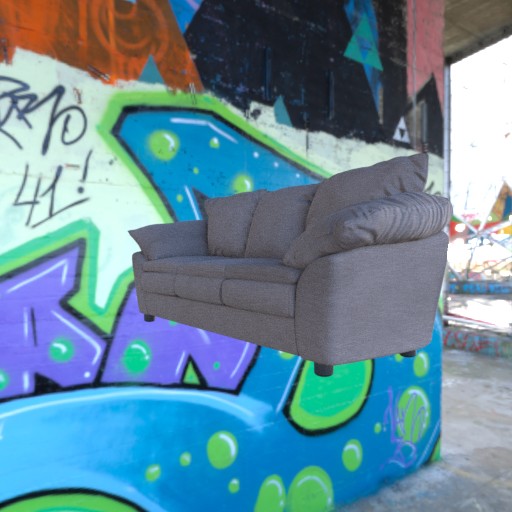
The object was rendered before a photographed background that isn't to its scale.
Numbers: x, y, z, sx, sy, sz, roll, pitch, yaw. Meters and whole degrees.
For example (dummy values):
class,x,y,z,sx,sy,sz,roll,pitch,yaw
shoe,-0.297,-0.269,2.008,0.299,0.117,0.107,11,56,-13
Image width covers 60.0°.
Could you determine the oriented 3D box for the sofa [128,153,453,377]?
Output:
class,x,y,z,sx,sy,sz,roll,pitch,yaw
sofa,0.000,0.000,2.896,0.927,1.043,2.390,0,0,-36
